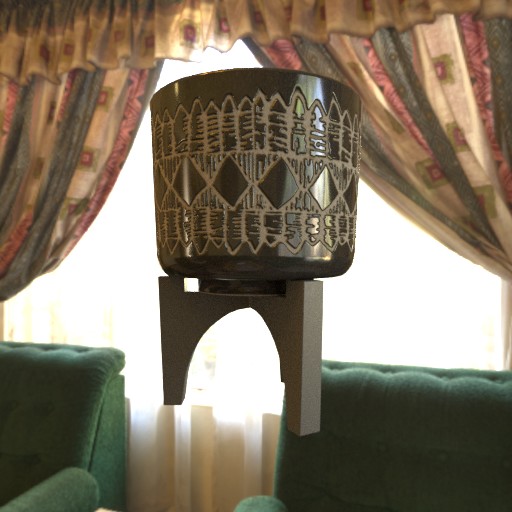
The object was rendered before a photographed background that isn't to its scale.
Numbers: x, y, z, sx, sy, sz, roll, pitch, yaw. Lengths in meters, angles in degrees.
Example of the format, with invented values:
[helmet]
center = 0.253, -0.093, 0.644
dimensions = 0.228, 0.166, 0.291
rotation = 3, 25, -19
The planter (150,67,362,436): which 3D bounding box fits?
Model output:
[planter]
center = 0.000, 0.000, 0.537
dimensions = 0.251, 0.355, 0.251
rotation = 0, 0, 1
